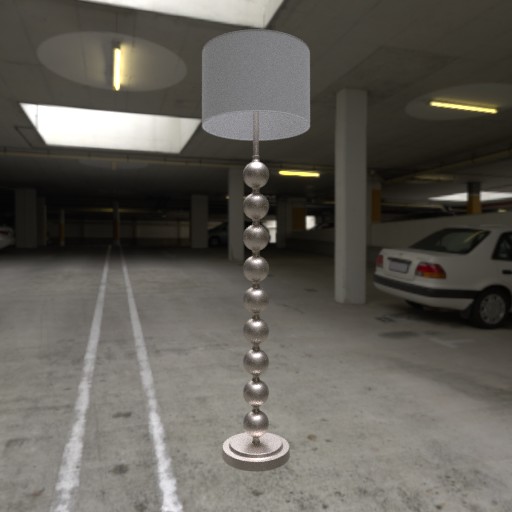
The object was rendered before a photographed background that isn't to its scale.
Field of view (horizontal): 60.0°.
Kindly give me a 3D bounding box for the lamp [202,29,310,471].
[{"bbox_3d":[0.000,0.000,1.631,0.394,1.474,0.394,0,1,-18],"label":"lamp"}]
